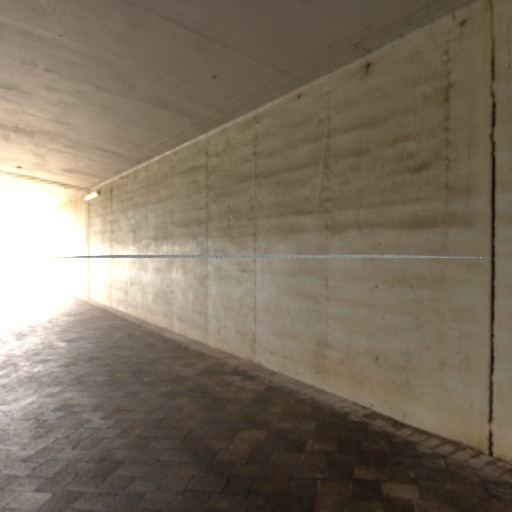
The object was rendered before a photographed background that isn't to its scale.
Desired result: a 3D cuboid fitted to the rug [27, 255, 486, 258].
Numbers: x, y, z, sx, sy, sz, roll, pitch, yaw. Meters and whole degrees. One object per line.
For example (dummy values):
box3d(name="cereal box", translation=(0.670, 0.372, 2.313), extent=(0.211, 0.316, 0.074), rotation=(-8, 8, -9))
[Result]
box3d(name="rug", translation=(0.000, 0.000, 2.365), extent=(1.835, 0.003, 1.206), rotation=(0, 1, -1))
